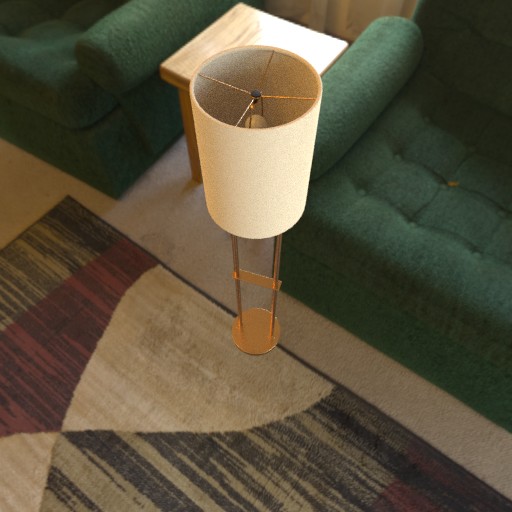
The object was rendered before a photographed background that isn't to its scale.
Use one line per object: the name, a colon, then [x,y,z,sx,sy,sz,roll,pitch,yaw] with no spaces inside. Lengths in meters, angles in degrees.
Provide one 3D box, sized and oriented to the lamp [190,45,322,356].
lamp: [0.000,0.000,1.657,0.306,1.500,0.305,15,60,9]
